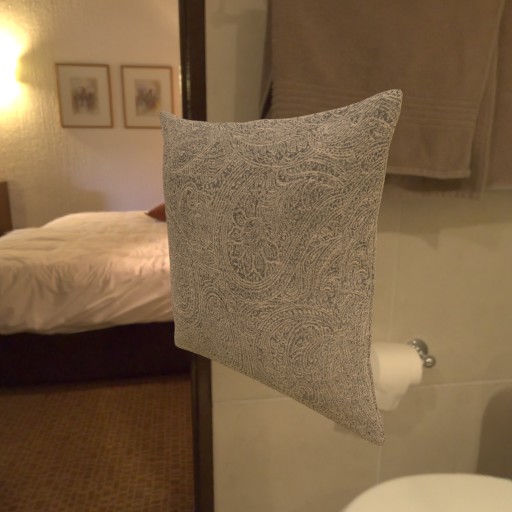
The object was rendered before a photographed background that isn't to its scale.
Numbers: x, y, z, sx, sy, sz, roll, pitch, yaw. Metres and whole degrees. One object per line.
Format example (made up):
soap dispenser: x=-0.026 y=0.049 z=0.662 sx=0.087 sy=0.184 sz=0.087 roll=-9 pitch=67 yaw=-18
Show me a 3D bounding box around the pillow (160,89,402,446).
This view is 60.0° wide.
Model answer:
pillow: x=0.000 y=0.000 z=0.776 sx=0.523 sy=0.510 sz=0.166 roll=13 pitch=19 yaw=43
